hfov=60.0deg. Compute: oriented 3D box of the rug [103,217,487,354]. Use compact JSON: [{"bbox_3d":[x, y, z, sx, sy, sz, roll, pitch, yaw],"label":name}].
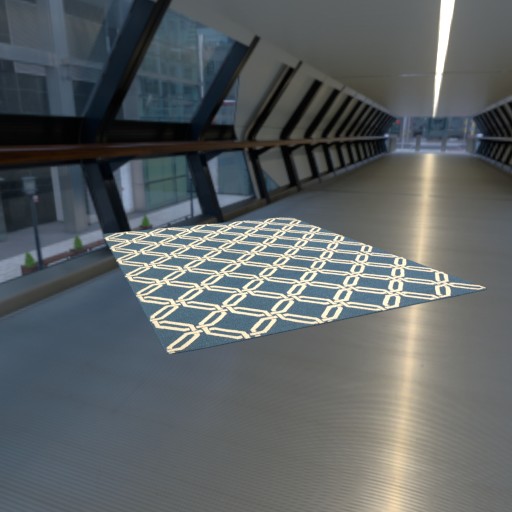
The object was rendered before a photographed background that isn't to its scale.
[{"bbox_3d":[0.000,0.000,3.896,2.277,0.020,2.867,-7,18,-24],"label":"rug"}]
